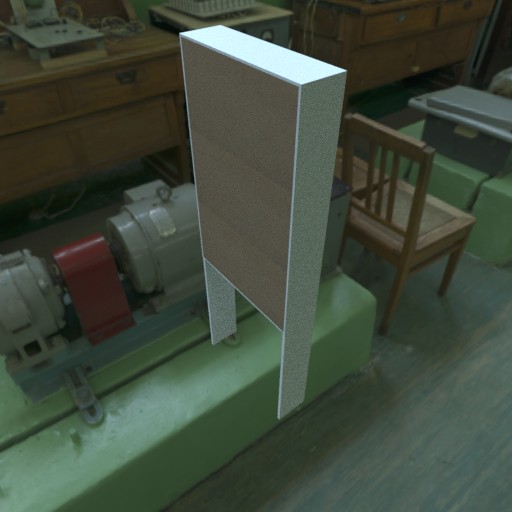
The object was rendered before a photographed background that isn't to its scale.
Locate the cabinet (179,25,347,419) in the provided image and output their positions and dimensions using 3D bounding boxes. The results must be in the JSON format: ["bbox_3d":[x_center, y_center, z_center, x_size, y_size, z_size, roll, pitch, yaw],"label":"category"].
[{"bbox_3d":[0.000,0.000,2.016,0.192,1.770,0.643,-27,48,-28],"label":"cabinet"}]
